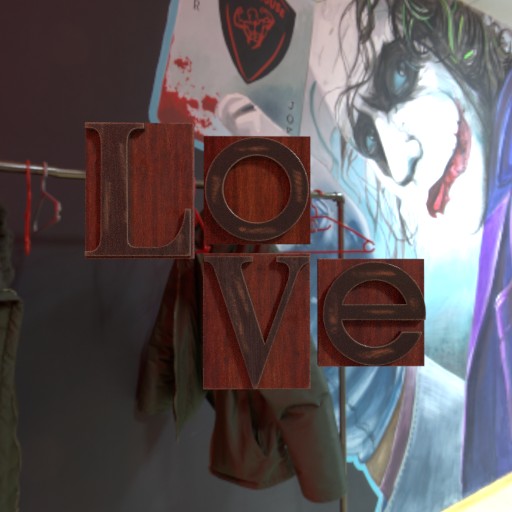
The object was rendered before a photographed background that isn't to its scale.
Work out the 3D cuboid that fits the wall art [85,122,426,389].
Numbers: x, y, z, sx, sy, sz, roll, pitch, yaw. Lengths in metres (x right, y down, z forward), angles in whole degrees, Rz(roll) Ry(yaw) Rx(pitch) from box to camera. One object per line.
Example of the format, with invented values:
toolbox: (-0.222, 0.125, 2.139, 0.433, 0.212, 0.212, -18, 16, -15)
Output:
wall art: (0.000, 0.000, 0.831, 0.635, 0.497, 0.030, 0, 0, -1)
